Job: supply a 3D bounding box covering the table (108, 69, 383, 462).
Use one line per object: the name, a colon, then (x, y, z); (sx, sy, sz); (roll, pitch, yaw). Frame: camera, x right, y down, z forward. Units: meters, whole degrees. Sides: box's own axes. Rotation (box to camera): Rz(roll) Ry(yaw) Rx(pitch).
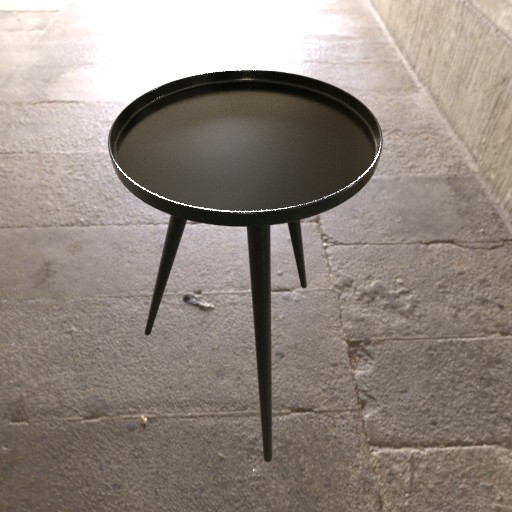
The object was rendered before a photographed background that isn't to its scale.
table: (0.000, 0.000, 0.816); (0.403, 0.548, 0.415); (33, 54, 28)
